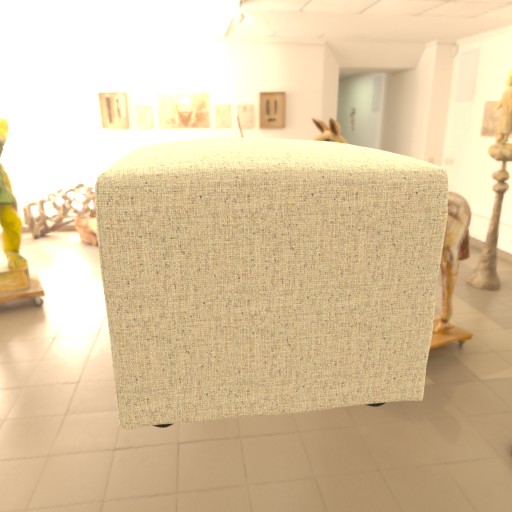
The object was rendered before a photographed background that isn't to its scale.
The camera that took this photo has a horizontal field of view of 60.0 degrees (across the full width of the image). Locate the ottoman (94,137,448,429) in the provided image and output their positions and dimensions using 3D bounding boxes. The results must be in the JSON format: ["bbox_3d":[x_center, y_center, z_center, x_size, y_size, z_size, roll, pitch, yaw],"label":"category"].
[{"bbox_3d":[0.000,0.000,0.896,0.512,0.453,0.521,-3,18,-8],"label":"ottoman"}]
